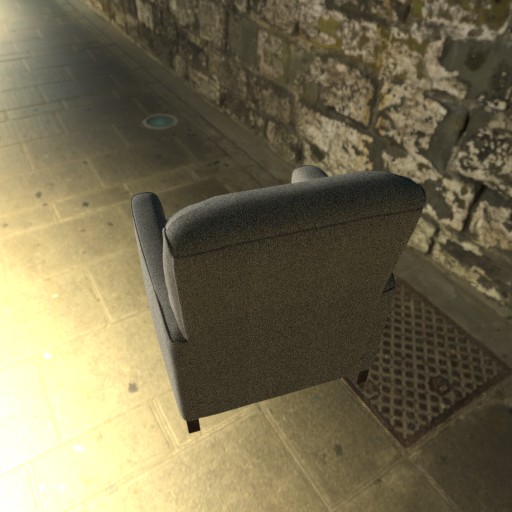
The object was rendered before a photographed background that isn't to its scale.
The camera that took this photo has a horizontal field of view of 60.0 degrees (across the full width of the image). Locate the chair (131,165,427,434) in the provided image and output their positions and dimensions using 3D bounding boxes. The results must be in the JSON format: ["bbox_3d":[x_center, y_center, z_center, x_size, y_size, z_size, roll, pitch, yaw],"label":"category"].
[{"bbox_3d":[0.000,0.000,1.667,0.841,1.028,0.858,-12,43,-13],"label":"chair"}]
